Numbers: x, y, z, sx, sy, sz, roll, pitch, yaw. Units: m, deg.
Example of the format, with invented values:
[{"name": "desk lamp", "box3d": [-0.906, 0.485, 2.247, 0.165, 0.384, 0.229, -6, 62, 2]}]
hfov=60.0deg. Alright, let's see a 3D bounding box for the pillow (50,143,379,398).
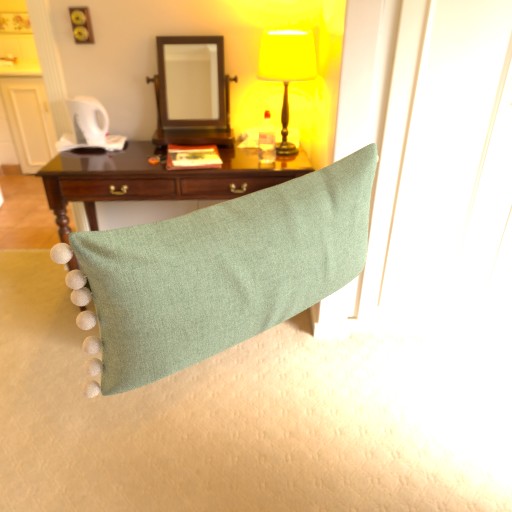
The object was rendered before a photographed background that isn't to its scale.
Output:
[{"name": "pillow", "box3d": [0.000, 0.000, 0.842, 0.709, 0.322, 0.201, -21, 36, -33]}]
